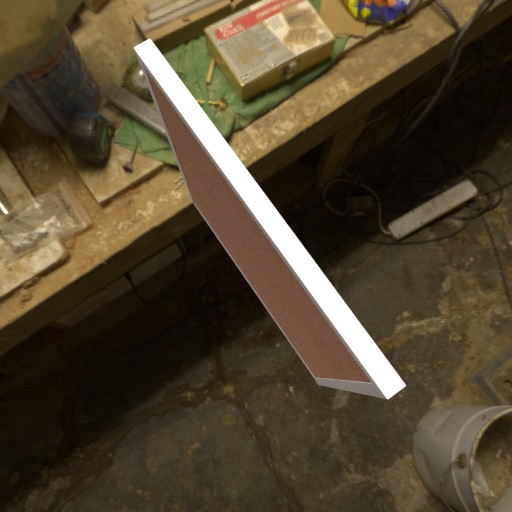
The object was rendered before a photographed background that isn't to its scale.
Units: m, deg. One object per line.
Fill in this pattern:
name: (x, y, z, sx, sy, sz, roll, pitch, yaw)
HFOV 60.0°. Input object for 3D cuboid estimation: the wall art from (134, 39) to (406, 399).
wall art: (0.000, 0.000, 1.120, 0.036, 0.760, 0.760, -33, 78, -8)
